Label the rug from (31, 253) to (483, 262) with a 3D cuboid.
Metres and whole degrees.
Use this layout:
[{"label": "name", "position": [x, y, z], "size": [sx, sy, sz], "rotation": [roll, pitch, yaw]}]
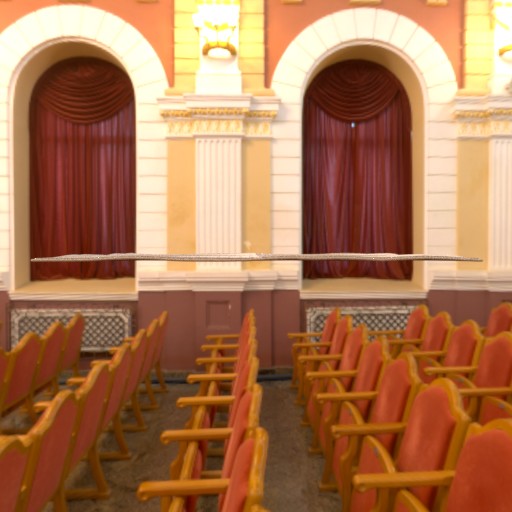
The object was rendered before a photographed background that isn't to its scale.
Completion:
[{"label": "rug", "position": [0.000, 0.000, 0.891], "size": [0.642, 0.008, 0.551], "rotation": [0, 1, -1]}]
